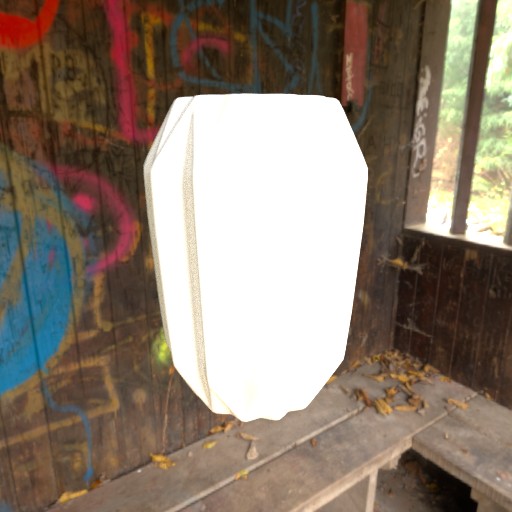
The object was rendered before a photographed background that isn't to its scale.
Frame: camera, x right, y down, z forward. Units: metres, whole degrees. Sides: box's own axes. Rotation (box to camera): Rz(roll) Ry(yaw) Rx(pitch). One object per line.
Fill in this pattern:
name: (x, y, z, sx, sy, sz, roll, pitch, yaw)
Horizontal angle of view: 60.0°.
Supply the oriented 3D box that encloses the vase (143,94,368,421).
vase: (0.000, 0.000, 0.411, 0.195, 0.275, 0.195, 0, 16, 0)
